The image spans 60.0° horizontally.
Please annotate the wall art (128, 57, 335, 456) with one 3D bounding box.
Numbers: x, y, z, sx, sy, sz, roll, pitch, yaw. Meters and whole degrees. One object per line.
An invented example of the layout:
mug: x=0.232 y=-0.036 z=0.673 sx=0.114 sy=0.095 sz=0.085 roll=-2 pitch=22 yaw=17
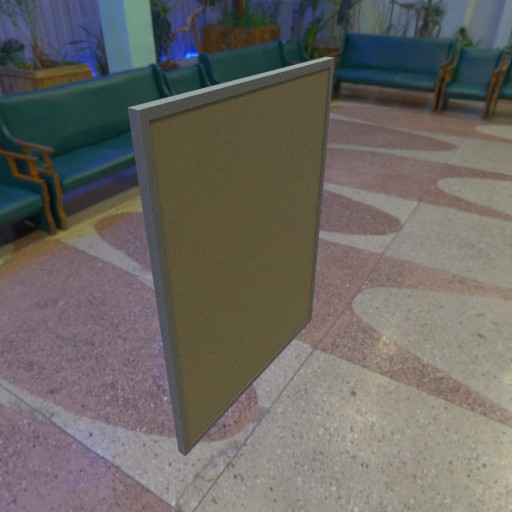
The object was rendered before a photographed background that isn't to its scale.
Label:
wall art: x=0.000 y=0.000 z=1.368 sx=0.034 sy=1.042 sz=0.789 roll=20 pitch=37 yaw=29
